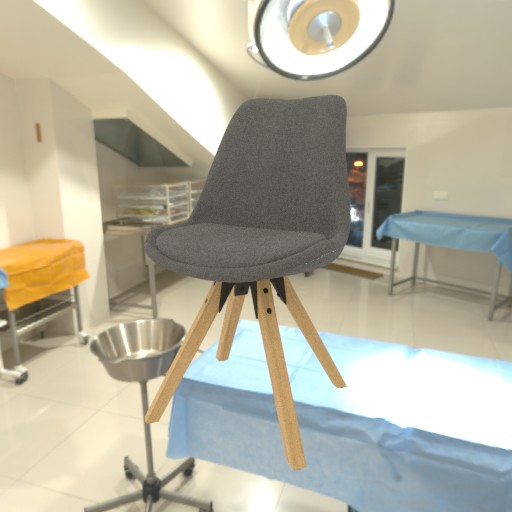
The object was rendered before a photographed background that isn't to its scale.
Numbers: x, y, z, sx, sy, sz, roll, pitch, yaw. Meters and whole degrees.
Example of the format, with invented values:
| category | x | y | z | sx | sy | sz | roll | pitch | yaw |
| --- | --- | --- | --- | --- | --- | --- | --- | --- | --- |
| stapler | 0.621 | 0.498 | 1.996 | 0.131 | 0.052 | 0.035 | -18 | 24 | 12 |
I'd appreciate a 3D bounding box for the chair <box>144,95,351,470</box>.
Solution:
| category | x | y | z | sx | sy | sz | roll | pitch | yaw |
| --- | --- | --- | --- | --- | --- | --- | --- | --- | --- |
| chair | 0.000 | 0.000 | 1.184 | 0.485 | 0.850 | 0.550 | 6 | 15 | 24 |
